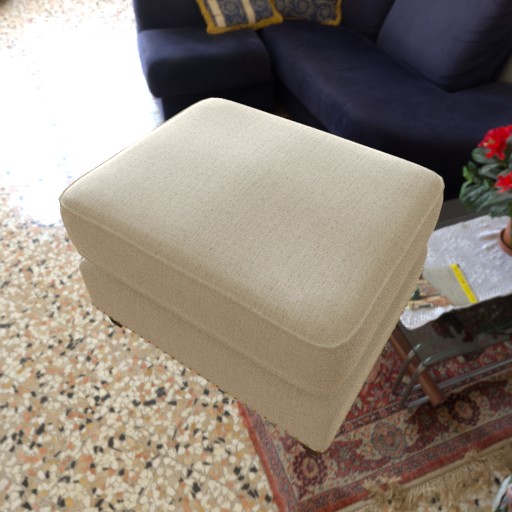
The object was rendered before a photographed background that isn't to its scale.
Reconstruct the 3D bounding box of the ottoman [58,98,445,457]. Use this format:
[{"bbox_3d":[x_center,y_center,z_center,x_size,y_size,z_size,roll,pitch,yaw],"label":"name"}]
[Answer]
[{"bbox_3d":[0.000,0.000,1.133,0.738,0.537,0.589,26,52,22],"label":"ottoman"}]
